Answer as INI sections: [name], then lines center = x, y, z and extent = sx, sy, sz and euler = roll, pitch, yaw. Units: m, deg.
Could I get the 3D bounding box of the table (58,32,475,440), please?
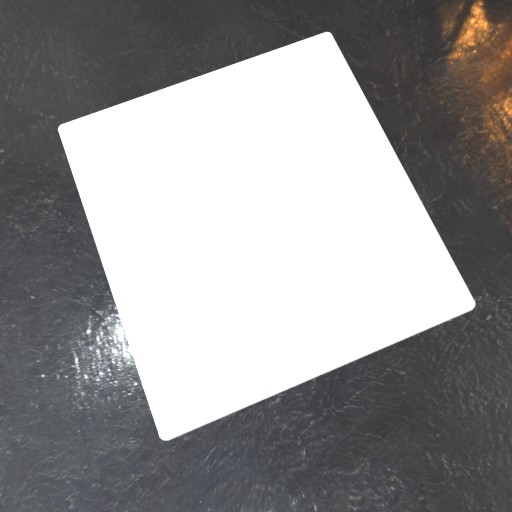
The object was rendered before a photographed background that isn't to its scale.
[table]
center = 0.000, 0.000, 0.970
extent = 0.500, 0.563, 0.533
euler = -22, 76, -5
